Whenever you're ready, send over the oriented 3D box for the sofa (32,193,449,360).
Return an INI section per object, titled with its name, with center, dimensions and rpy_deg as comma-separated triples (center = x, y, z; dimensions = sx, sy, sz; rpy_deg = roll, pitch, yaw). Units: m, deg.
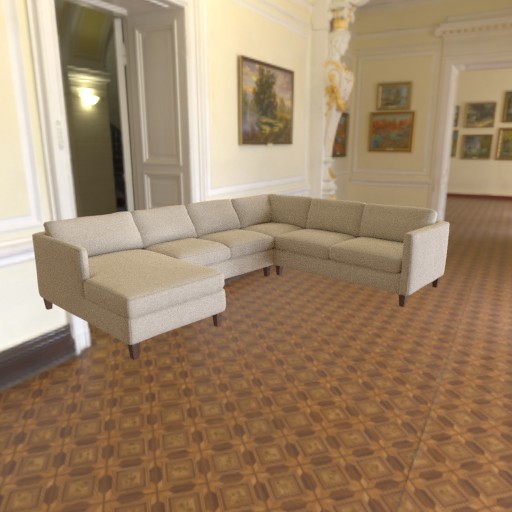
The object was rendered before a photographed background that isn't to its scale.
[sofa]
center = 0.000, 0.000, 4.325
dimensions = 2.551, 0.853, 3.238
rpy_deg = 13, 19, 41
